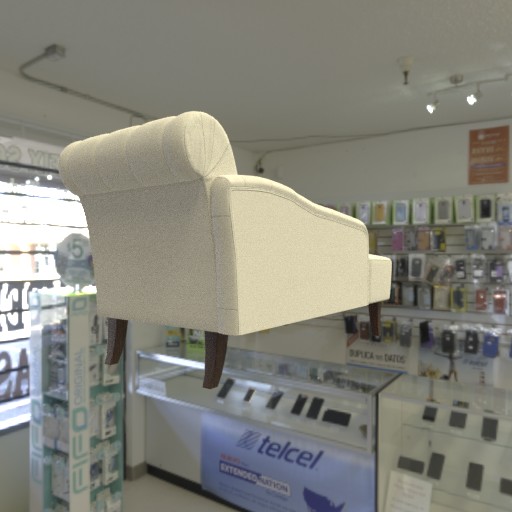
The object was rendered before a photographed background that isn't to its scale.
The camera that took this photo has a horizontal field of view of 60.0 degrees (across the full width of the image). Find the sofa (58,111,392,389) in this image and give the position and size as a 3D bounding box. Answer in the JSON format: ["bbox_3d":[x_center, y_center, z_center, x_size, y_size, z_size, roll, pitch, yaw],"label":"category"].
[{"bbox_3d":[0.000,0.000,1.826,0.675,0.787,1.379,0,0,36],"label":"sofa"}]
